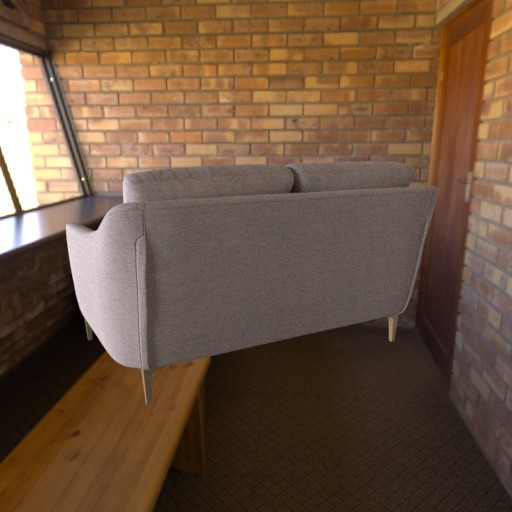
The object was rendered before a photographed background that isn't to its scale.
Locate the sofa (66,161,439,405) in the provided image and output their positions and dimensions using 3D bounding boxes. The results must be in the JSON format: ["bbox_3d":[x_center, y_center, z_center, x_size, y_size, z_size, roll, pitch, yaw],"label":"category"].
[{"bbox_3d":[0.000,0.000,2.153,1.619,0.904,0.960,-7,16,-26],"label":"sofa"}]
